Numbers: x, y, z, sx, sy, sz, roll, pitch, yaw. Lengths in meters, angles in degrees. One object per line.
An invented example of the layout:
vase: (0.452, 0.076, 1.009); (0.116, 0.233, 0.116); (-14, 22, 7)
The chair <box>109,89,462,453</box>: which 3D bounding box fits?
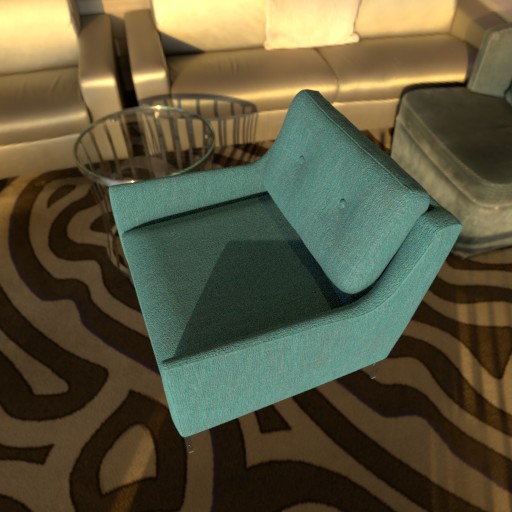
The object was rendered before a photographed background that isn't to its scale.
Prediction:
chair: (0.000, 0.000, 1.549); (0.849, 0.828, 0.847); (-17, 48, -15)
